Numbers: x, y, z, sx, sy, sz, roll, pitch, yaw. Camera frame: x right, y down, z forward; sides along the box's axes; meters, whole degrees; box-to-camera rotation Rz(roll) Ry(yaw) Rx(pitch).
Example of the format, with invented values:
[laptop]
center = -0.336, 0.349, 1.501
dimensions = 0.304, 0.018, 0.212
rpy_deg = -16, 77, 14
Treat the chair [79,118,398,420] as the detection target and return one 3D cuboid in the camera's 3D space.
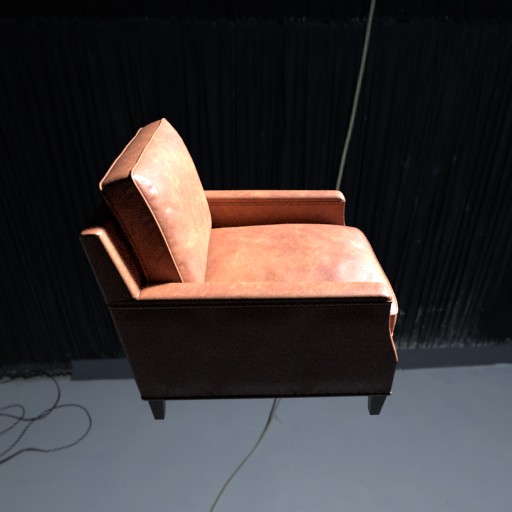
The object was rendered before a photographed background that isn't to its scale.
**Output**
[chair]
center = 0.000, 0.000, 1.771
dimensions = 1.014, 0.943, 0.853
rpy_deg = -1, 31, -1
